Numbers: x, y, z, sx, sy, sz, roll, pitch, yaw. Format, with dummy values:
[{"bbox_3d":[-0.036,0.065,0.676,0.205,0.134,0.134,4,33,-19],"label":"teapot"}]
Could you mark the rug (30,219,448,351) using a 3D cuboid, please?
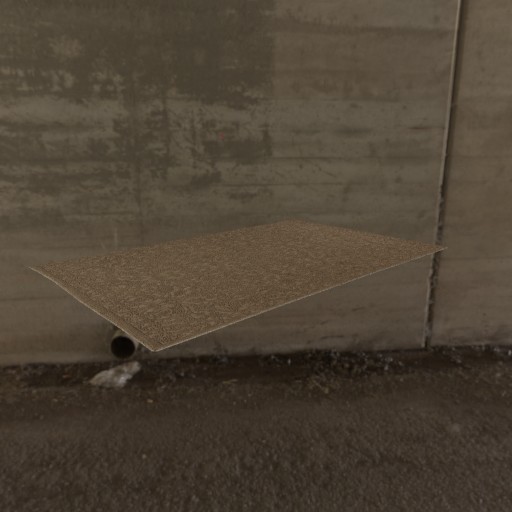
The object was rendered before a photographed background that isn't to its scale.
[{"bbox_3d":[0.000,0.000,3.000,2.435,0.012,1.529,-13,20,-41],"label":"rug"}]
